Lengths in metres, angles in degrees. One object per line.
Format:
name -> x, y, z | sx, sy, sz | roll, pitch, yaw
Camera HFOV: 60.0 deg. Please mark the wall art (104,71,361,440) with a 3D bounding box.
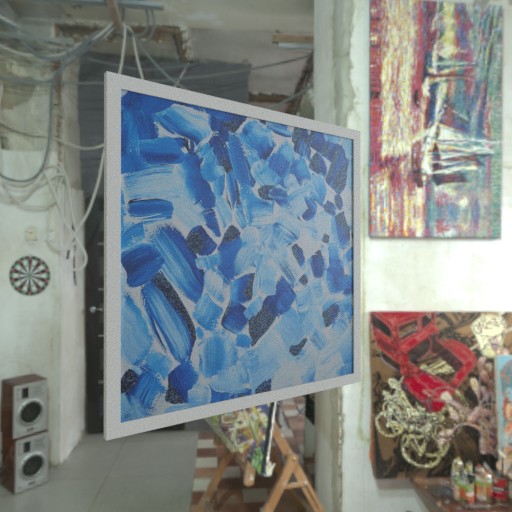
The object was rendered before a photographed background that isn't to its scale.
wall art -> 0.000, 0.000, 0.985 | 0.660, 0.660, 0.015 | 0, 0, -35
